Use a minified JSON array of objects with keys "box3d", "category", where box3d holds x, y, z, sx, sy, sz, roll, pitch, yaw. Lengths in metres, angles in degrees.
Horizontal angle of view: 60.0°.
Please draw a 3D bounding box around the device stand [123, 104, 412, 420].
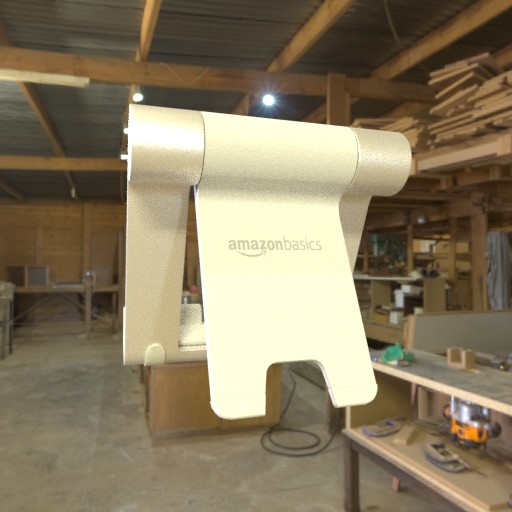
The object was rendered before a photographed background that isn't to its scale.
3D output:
[{"box3d":[0.000,0.000,0.154,0.086,0.084,0.079,0,-1,-18],"category":"device stand"}]
